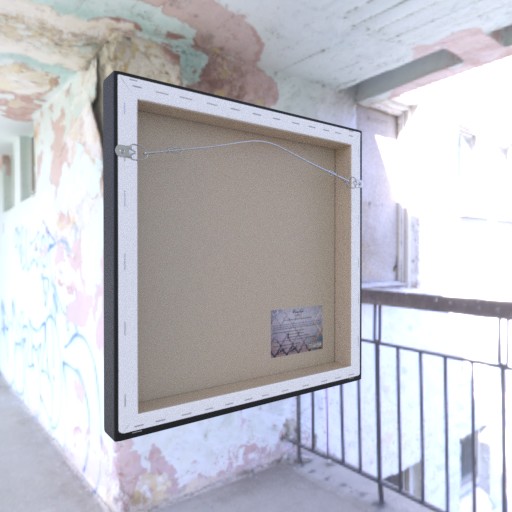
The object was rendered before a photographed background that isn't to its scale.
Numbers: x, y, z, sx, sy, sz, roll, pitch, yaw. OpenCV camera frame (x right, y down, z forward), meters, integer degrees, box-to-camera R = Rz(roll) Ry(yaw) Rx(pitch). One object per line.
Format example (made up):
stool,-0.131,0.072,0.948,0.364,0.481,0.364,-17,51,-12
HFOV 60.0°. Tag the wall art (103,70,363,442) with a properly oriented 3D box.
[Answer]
wall art,0.000,0.000,0.614,0.406,0.407,0.041,0,1,-36
